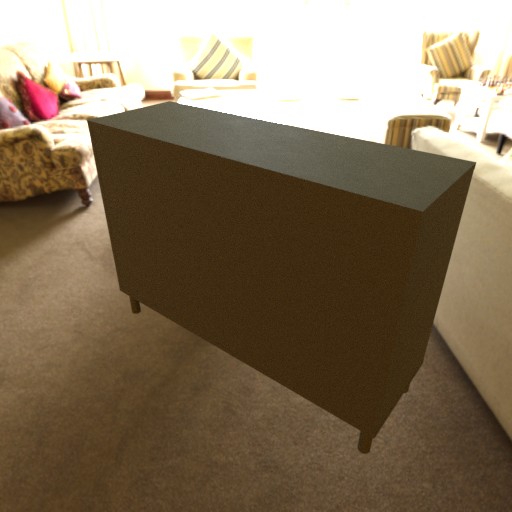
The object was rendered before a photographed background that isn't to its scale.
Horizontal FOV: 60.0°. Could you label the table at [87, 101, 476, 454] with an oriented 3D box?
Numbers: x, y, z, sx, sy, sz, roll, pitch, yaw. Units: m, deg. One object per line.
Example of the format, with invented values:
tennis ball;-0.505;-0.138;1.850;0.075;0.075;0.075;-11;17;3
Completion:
table;0.000;0.000;1.594;1.200;0.855;0.400;22;38;32
